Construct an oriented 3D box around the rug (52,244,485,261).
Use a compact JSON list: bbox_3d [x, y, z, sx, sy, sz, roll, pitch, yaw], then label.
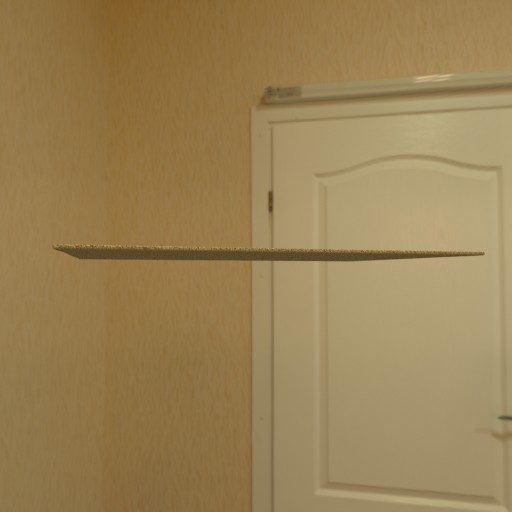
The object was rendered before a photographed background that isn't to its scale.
[{"bbox_3d":[0.000,0.000,3.464,2.699,0.025,1.800,1,-2,-18],"label":"rug"}]
